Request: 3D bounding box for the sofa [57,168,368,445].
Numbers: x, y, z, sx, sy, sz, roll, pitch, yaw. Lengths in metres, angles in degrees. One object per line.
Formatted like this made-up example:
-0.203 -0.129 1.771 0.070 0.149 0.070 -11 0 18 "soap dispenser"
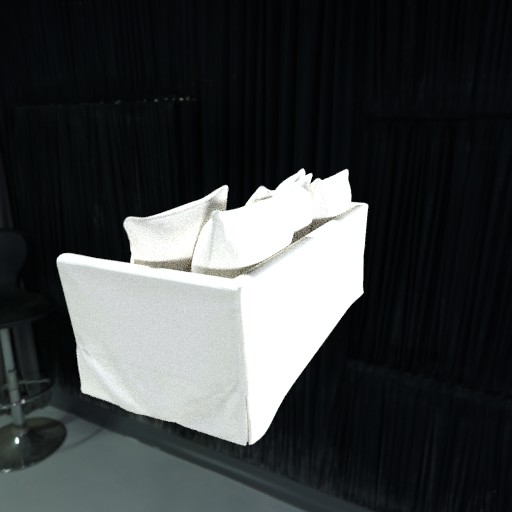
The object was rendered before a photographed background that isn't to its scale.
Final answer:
0.000 0.000 2.905 1.031 1.034 2.290 7 17 24 "sofa"
